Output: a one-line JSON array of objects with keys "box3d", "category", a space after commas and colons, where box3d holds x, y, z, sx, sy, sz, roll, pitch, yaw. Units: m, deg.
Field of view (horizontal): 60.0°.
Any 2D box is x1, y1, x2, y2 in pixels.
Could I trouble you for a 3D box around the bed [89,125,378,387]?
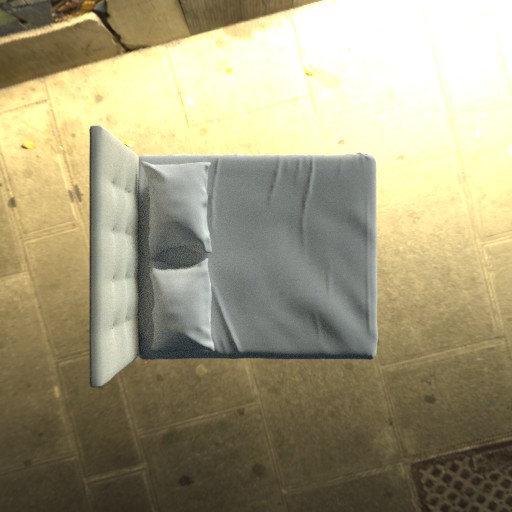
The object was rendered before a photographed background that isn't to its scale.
[{"box3d": [0.000, 0.000, 3.503, 2.222, 1.577, 1.936, 0, 90, 0], "category": "bed"}]
